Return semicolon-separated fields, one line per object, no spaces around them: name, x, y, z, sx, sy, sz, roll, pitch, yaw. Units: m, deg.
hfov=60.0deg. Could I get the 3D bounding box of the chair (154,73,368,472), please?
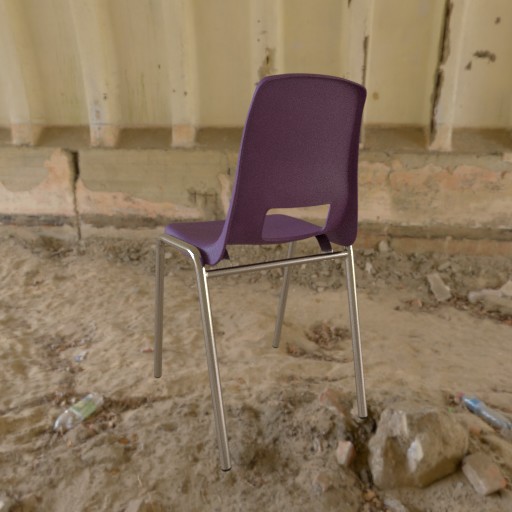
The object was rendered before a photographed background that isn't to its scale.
chair;0.000;0.000;0.984;0.381;0.704;0.432;-8;16;-28
